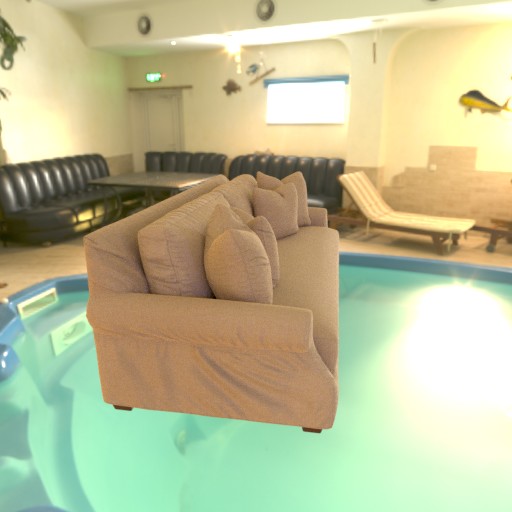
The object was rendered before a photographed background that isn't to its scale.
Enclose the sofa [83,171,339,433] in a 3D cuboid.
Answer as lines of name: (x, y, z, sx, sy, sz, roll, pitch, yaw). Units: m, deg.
sofa: (0.000, 0.000, 2.802, 1.067, 0.904, 2.285, 3, 17, 10)
